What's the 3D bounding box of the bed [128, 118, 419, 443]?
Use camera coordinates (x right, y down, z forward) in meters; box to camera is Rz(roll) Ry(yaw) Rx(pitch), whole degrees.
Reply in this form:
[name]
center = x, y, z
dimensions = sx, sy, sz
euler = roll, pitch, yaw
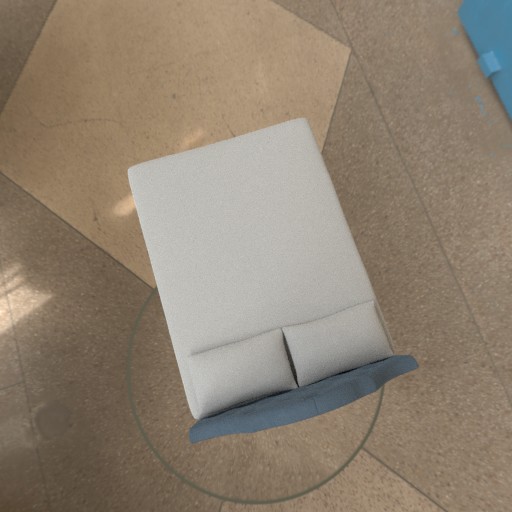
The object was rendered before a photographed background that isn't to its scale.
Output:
[bed]
center = 0.000, 0.000, 3.271
dimensions = 1.636, 1.575, 2.155
euler = -17, 77, -4
